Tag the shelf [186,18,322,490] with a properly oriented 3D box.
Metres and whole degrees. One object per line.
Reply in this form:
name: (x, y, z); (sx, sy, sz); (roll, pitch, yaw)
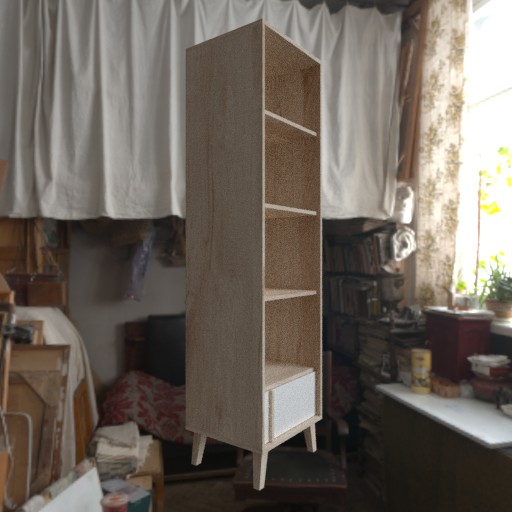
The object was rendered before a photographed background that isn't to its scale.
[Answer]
shelf: (0.000, 0.000, 2.165); (0.450, 1.960, 0.510); (0, 0, 37)
